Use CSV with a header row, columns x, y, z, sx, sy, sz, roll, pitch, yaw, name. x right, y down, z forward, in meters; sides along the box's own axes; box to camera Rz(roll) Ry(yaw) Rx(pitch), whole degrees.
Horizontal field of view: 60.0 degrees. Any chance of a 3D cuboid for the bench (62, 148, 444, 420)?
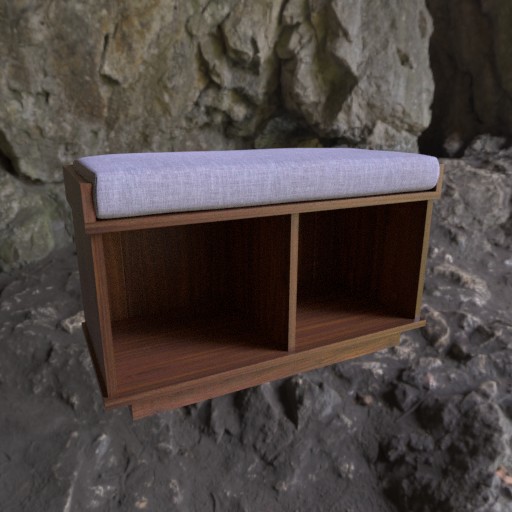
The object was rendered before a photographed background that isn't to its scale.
x,y,z,sx,sy,sz,roll,pitch,yaw,name
0.000,0.000,0.995,0.734,0.461,0.362,-8,18,-25,bench
